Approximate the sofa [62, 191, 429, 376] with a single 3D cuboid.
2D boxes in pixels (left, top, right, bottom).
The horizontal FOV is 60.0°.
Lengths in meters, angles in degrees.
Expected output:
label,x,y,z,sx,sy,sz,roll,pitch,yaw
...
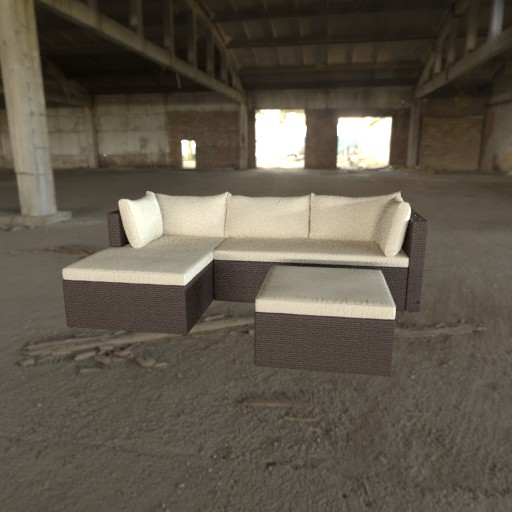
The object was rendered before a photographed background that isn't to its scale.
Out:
label,x,y,z,sx,sy,sz,roll,pitch,yaw
sofa,0.000,0.000,2.941,2.192,0.766,1.612,2,14,9
